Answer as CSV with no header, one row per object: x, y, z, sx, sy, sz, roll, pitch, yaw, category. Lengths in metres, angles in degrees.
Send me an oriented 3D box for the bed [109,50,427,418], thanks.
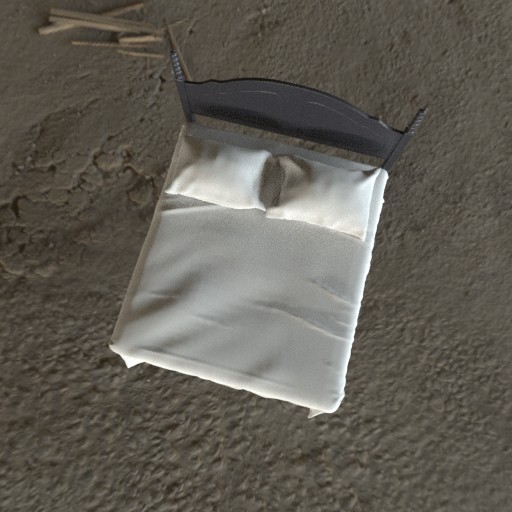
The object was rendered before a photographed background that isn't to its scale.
0.000,0.000,3.171,1.873,1.356,2.040,14,77,4,bed
